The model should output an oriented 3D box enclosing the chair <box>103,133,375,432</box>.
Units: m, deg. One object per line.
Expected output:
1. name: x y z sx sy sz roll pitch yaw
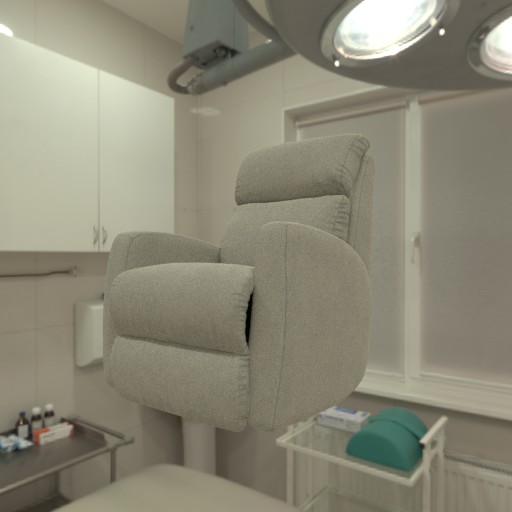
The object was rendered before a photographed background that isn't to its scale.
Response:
1. chair: 0.000 0.000 1.710 0.794 1.021 0.940 0 0 36
